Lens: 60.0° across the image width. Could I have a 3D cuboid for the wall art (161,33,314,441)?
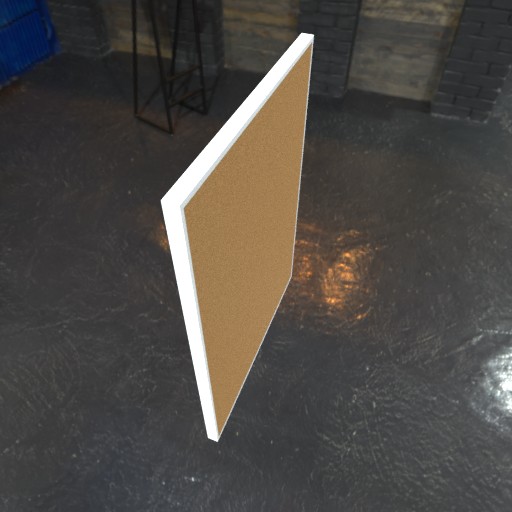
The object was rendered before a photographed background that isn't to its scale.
[{"bbox_3d":[0.000,0.000,1.385,0.039,1.050,0.795,16,49,15],"label":"wall art"}]
